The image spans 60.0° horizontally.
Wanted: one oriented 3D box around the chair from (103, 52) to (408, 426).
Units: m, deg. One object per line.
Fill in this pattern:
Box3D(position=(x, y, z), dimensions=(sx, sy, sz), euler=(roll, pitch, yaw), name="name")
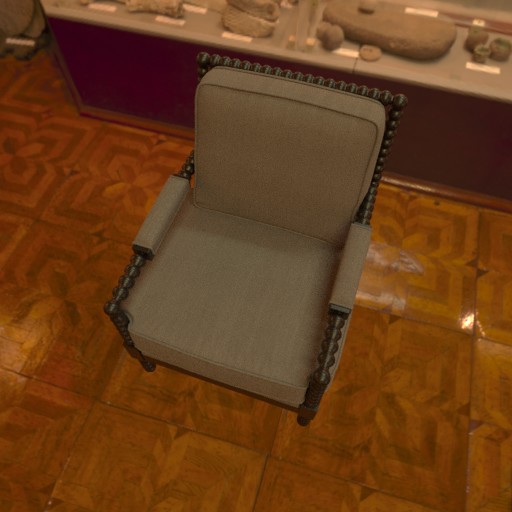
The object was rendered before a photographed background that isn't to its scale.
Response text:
Box3D(position=(0.000, 0.000, 1.123), dimensions=(0.540, 0.661, 0.622), euler=(16, 60, 10), name="chair")
